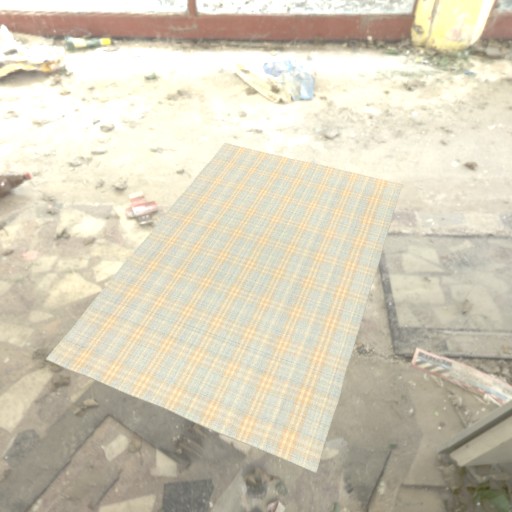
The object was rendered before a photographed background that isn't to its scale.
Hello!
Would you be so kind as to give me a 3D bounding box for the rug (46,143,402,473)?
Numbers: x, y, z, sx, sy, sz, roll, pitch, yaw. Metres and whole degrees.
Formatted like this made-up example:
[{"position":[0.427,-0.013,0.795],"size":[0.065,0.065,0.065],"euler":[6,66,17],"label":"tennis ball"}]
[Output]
[{"position":[0.000,0.000,2.340],"size":[1.231,0.012,1.835],"euler":[17,49,15],"label":"rug"}]
